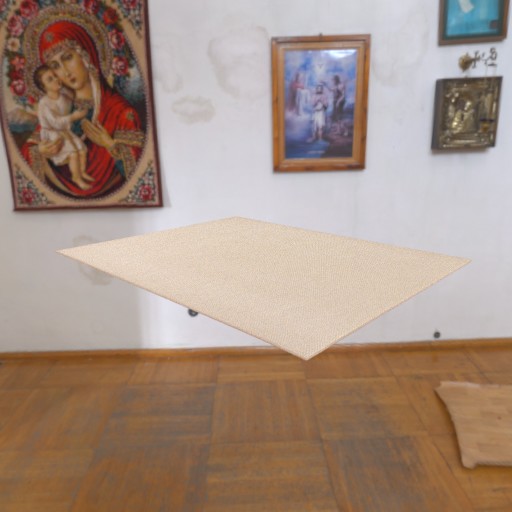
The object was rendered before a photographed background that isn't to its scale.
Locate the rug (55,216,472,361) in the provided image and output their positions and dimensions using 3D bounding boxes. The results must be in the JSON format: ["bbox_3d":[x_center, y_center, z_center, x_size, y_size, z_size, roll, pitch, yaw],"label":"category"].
[{"bbox_3d":[0.000,0.000,4.125,3.039,0.018,2.462,15,21,41],"label":"rug"}]
